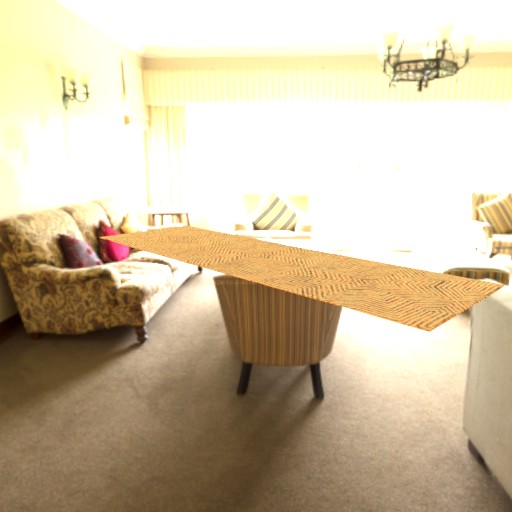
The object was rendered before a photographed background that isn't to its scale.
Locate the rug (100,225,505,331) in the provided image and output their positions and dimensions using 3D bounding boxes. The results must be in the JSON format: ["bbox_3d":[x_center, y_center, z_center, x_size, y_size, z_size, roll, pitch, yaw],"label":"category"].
[{"bbox_3d":[0.000,0.000,2.594,0.771,0.009,2.443,-12,18,-43],"label":"rug"}]
